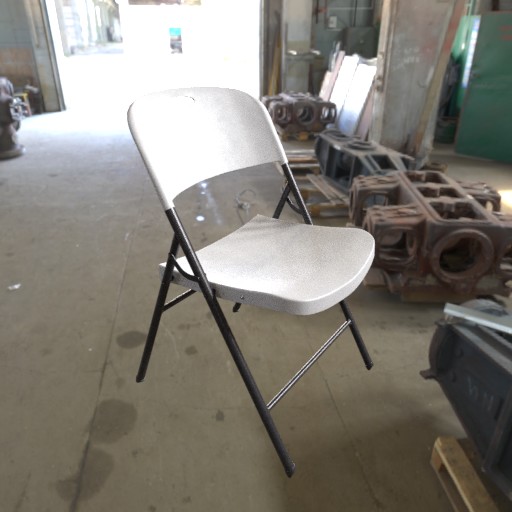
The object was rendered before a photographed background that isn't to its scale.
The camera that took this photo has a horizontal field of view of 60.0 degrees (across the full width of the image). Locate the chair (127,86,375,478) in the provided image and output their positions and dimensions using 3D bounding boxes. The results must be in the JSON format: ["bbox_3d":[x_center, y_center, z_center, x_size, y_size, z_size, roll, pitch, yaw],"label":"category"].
[{"bbox_3d":[0.000,0.000,1.184,0.566,0.810,0.494,18,32,32],"label":"chair"}]
